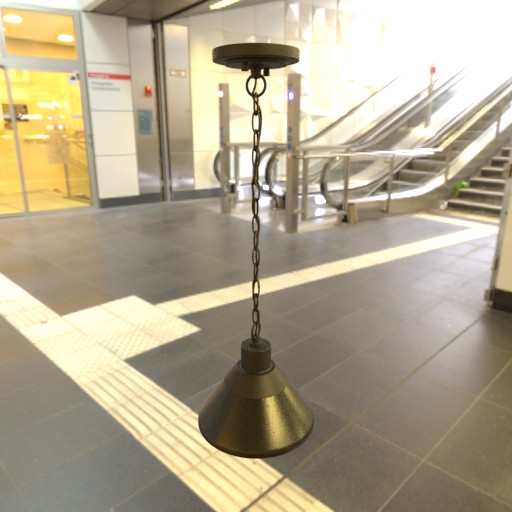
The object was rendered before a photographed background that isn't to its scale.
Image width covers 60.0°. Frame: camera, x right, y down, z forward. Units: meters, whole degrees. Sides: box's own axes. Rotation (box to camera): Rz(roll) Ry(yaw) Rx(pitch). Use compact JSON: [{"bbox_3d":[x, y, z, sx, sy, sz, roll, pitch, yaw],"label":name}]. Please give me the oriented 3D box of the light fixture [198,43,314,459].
[{"bbox_3d":[0.000,0.000,0.692,0.201,0.588,0.201,8,18,24],"label":"light fixture"}]
